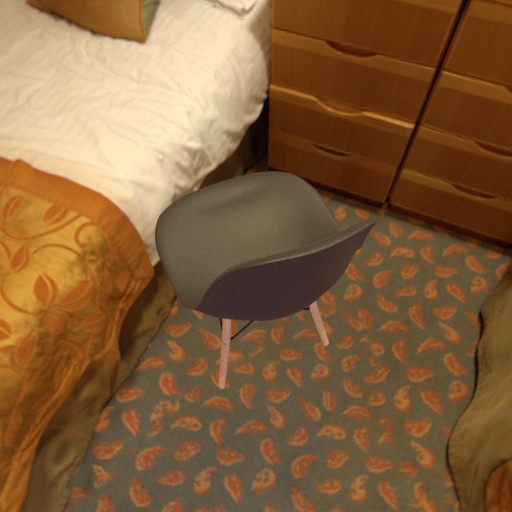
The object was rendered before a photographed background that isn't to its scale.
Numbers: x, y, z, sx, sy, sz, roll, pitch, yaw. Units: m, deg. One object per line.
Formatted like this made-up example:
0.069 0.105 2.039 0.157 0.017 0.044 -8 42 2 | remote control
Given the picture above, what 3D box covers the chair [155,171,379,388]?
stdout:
0.000 0.000 1.159 0.470 0.825 0.533 -19 60 -12 | chair
